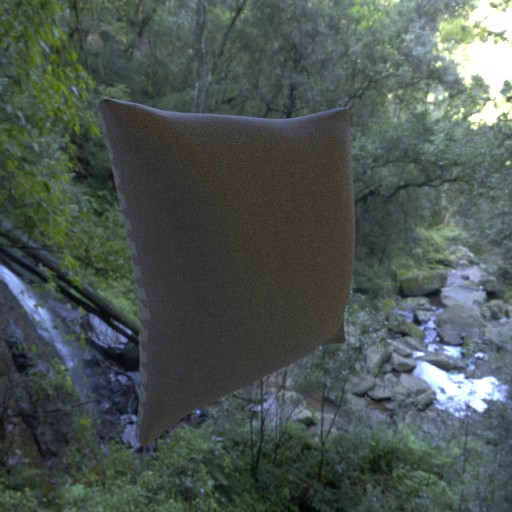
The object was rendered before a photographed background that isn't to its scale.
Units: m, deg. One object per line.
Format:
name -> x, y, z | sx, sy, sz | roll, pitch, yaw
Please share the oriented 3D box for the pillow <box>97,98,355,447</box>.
pillow -> 0.000, 0.000, 0.756 | 0.496, 0.491, 0.219 | -15, 22, -41
